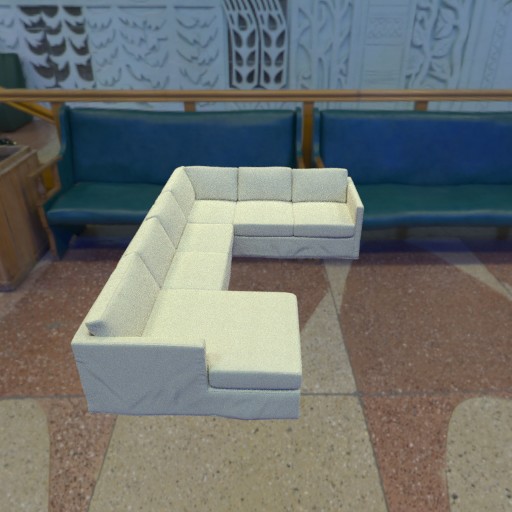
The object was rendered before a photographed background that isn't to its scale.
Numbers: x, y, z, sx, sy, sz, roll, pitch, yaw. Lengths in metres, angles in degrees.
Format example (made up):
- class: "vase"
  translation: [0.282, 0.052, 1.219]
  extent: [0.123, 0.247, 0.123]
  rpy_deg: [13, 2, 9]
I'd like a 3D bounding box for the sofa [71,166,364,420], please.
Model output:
- class: "sofa"
  translation: [0.000, 0.000, 4.580]
  extent: [2.448, 0.882, 3.464]
  rpy_deg: [1, 30, 1]
